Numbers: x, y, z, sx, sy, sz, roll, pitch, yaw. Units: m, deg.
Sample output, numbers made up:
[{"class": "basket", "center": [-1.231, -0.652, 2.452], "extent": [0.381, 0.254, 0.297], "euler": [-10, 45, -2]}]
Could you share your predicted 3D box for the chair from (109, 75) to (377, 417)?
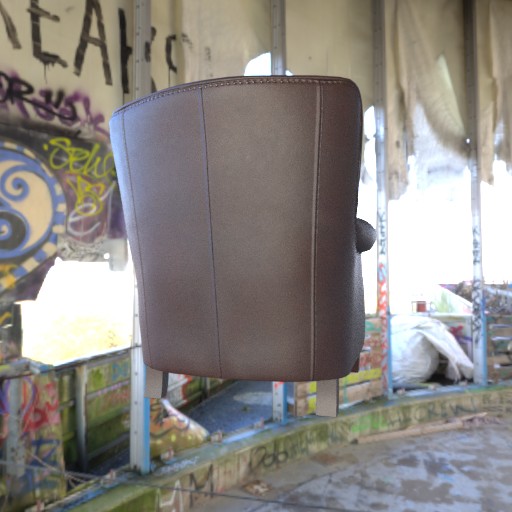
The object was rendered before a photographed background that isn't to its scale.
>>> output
[{"class": "chair", "center": [0.000, 0.000, 1.343], "extent": [0.700, 0.800, 0.746], "euler": [-1, -3, 19]}]
